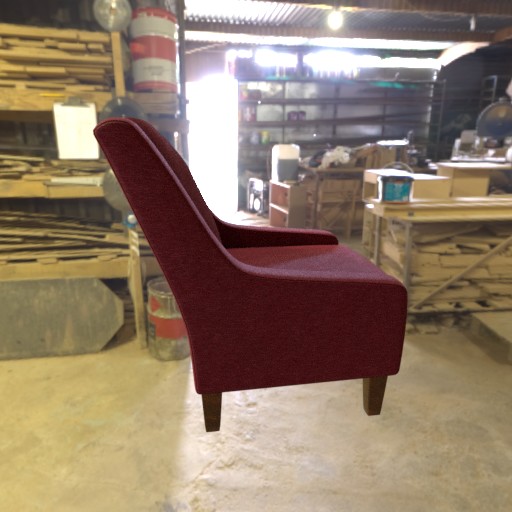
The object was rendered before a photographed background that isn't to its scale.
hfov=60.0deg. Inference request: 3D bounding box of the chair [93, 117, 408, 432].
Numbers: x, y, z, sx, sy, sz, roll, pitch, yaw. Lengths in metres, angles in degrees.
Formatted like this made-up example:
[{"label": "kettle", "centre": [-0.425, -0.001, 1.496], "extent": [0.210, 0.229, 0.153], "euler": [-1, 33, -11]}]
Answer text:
[{"label": "chair", "centre": [0.000, 0.000, 1.718], "extent": [0.985, 1.017, 0.793], "euler": [-2, 16, -8]}]
